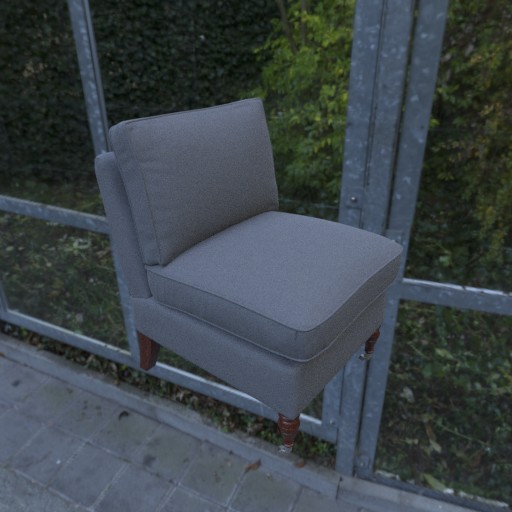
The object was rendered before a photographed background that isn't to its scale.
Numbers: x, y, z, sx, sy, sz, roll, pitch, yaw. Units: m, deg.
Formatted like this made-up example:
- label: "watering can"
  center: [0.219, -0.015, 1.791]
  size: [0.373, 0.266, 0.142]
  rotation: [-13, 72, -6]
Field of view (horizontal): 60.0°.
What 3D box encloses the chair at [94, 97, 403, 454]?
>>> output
- label: "chair"
  center: [0.000, 0.000, 1.696]
  size: [0.924, 1.045, 0.724]
  rotation: [20, 33, 33]
